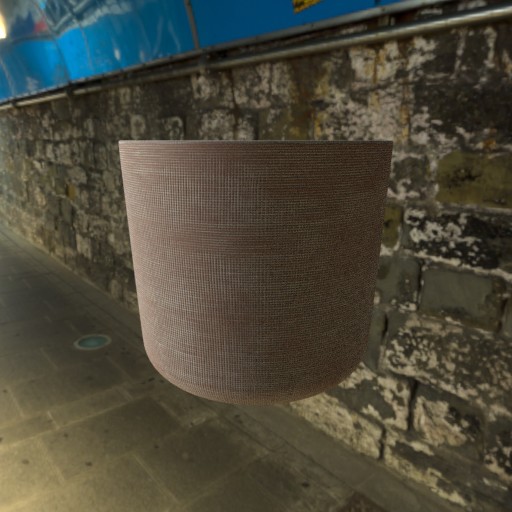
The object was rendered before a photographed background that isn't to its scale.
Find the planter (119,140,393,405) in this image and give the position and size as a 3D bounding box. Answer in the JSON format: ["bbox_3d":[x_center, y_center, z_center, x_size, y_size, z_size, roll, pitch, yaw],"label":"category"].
[{"bbox_3d":[0.000,0.000,0.790,0.440,0.398,0.440,0,15,0],"label":"planter"}]
